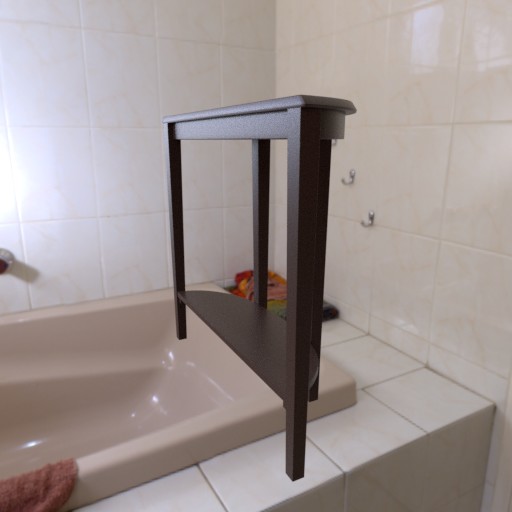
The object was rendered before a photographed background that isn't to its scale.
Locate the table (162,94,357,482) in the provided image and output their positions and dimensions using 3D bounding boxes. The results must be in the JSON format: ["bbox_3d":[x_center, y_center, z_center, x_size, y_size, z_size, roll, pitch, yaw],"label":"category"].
[{"bbox_3d":[0.000,0.000,1.332,0.274,0.831,0.909,-7,16,-26],"label":"table"}]
